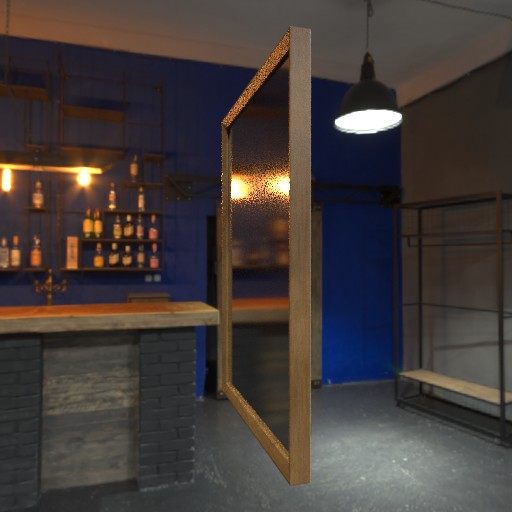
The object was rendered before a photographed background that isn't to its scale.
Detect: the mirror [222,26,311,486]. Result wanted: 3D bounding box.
[{"bbox_3d":[0.000,0.000,0.932,0.039,0.711,0.508,0,0,-16],"label":"mirror"}]
